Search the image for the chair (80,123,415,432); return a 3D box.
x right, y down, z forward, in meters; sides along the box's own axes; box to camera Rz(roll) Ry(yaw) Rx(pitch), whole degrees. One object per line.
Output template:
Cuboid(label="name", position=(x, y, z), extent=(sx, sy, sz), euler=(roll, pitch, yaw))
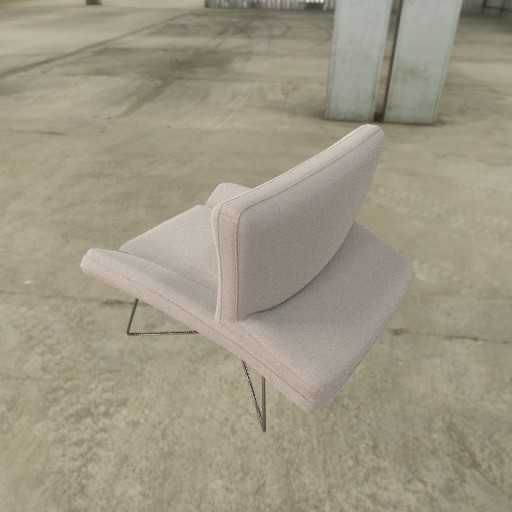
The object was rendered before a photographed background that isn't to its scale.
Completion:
Cuboid(label="chair", position=(0.000, 0.000, 1.635), extent=(1.008, 0.855, 0.859), euler=(21, 38, 30))
